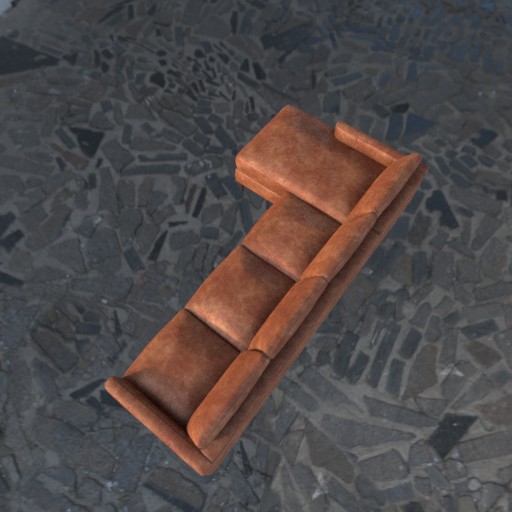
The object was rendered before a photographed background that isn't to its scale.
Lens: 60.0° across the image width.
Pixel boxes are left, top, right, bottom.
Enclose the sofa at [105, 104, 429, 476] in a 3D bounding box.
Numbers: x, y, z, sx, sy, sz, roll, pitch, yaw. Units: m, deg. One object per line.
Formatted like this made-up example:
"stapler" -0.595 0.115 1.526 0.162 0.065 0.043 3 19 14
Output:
"sofa" 0.000 0.000 3.641 1.471 0.859 2.993 34 68 16
